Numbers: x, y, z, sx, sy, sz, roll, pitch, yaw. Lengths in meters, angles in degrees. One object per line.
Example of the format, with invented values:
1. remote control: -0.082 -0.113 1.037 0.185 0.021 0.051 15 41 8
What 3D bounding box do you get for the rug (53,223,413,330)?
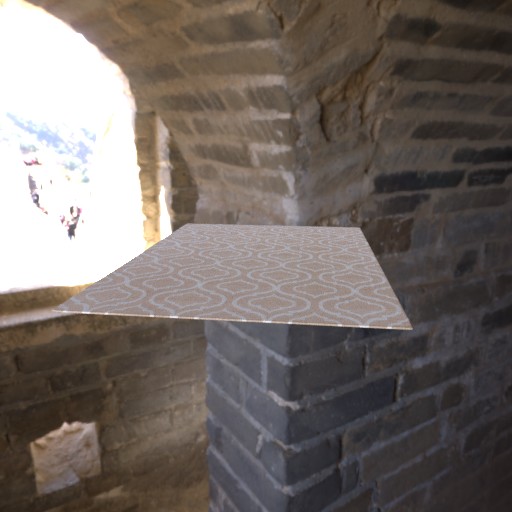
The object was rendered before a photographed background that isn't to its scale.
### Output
1. rug: 0.000 0.000 2.860 1.524 0.010 2.134 2 15 7
